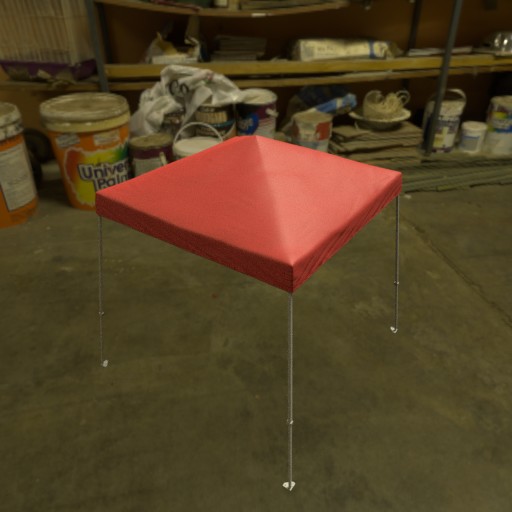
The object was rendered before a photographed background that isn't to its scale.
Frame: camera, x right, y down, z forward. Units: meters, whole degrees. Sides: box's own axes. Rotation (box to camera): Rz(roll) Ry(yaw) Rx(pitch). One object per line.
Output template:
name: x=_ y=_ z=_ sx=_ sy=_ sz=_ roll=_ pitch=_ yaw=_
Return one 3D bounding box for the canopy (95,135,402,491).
canopy: x=0.000 y=0.000 z=5.195 sx=2.848 sy=2.849 sz=2.849 roll=21 pitch=37 yaw=30
